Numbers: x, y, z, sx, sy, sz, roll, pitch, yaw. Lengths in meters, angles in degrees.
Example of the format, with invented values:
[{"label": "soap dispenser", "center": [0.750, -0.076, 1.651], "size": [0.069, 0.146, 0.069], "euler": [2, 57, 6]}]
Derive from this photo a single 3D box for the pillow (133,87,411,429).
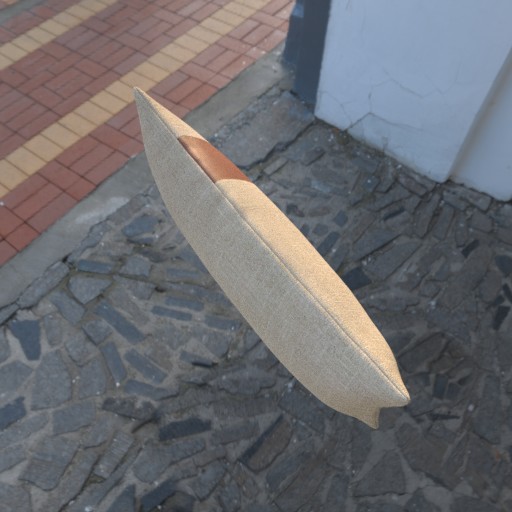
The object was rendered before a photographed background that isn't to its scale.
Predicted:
[{"label": "pillow", "center": [0.000, 0.000, 0.711], "size": [0.155, 0.282, 0.612], "euler": [-31, 63, -18]}]
